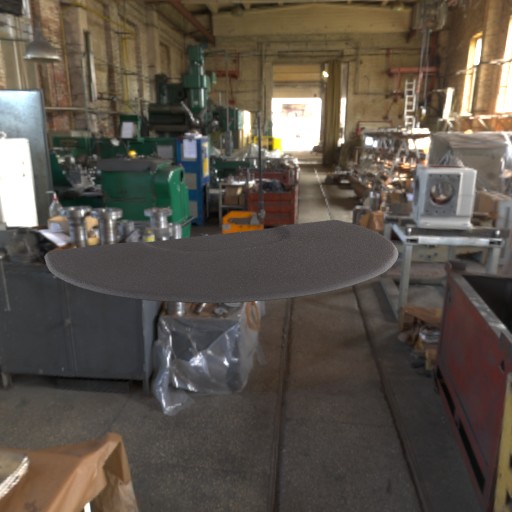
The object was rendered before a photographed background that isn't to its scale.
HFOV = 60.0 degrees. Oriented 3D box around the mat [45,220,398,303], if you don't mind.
[{"bbox_3d":[0.000,0.000,1.799,1.525,0.022,0.917,-8,18,-26],"label":"mat"}]
